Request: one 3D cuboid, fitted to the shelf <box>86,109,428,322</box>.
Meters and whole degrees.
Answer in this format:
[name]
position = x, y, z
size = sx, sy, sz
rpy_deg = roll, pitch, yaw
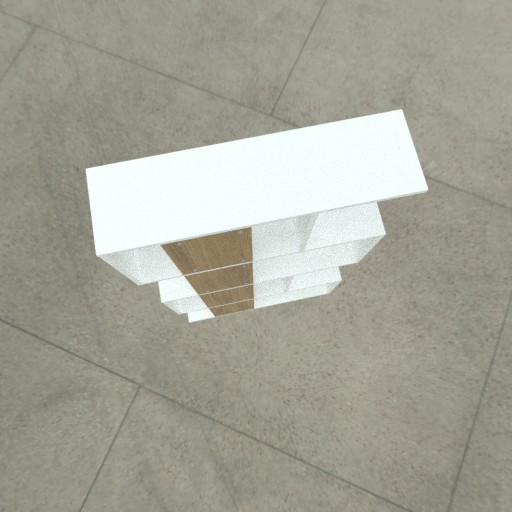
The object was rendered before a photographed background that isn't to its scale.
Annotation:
[shelf]
position = 0.000, 0.000, 1.990
size = 0.890, 1.650, 0.250
rpy_deg = -11, 76, -3
